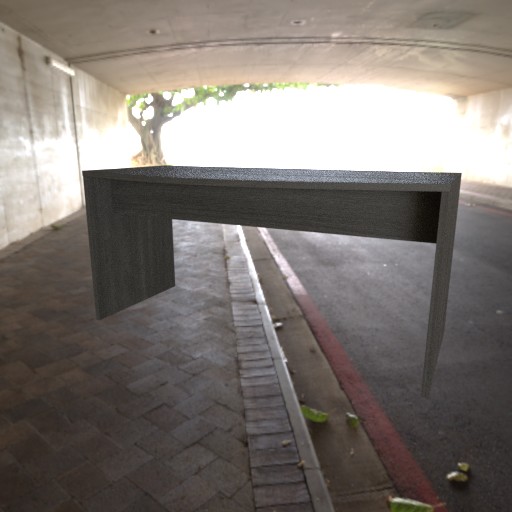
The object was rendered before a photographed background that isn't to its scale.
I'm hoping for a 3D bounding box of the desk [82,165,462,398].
[{"bbox_3d":[0.000,0.000,2.024,1.600,0.750,0.802,7,16,26],"label":"desk"}]
